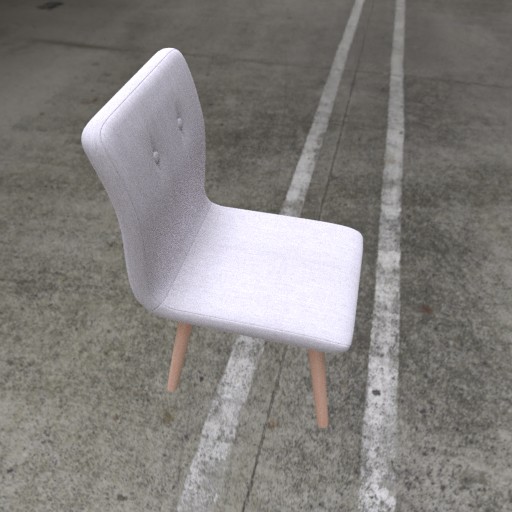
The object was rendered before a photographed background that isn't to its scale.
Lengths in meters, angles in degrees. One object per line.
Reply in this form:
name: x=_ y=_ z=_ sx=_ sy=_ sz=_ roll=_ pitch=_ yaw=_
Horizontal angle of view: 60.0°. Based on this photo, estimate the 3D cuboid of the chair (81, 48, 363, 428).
chair: x=0.000 y=0.000 z=1.160 sx=0.550 sy=0.885 sz=0.435 roll=10 pitch=47 yaw=10
